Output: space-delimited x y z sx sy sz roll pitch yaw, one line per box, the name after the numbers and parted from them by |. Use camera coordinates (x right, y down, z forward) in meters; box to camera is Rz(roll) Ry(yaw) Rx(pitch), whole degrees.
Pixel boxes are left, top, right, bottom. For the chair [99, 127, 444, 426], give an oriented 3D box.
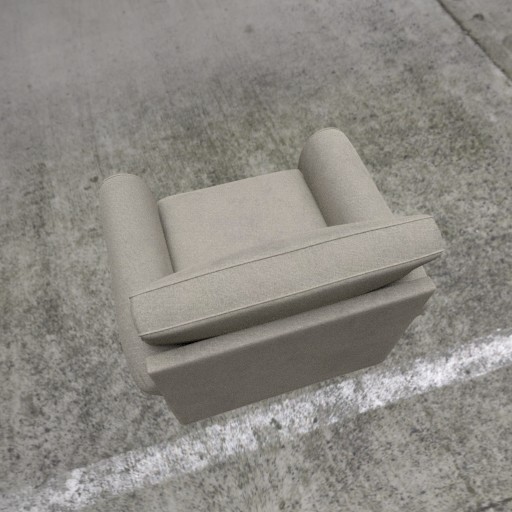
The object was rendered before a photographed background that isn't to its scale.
0.000 0.000 1.848 1.147 1.044 0.939 -15 59 -9 | chair
